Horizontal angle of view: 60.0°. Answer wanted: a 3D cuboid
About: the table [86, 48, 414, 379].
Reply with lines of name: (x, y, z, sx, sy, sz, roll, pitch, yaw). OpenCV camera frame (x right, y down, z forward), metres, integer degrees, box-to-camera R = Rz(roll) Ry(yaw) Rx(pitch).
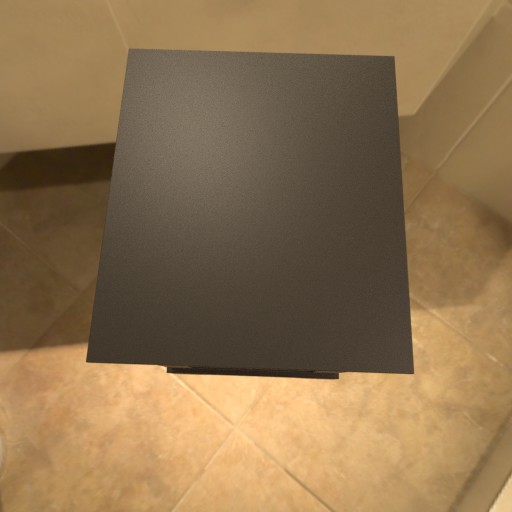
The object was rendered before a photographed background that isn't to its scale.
table: (0.000, 0.000, 0.892, 0.399, 0.610, 0.460, 2, 74, 1)
